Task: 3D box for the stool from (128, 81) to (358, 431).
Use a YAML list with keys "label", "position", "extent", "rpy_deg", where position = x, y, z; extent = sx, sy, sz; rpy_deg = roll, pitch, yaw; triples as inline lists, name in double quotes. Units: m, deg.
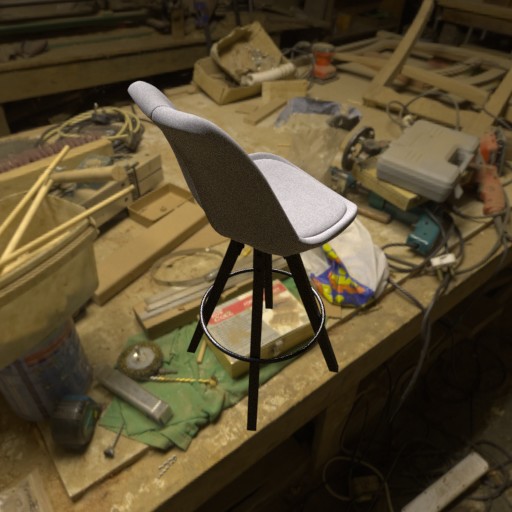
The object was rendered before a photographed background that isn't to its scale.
- label: "stool"
  position: [0.000, 0.000, 1.402]
  extent: [0.550, 1.115, 0.485]
  rpy_deg: [-26, 47, -27]
